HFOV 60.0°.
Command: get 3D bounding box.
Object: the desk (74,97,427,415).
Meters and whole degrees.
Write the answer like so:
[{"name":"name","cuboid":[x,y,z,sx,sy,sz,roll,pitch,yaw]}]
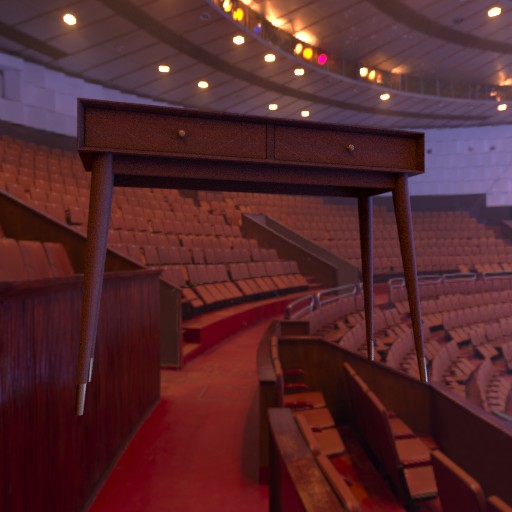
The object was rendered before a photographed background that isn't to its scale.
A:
[{"name":"desk","cuboid":[0.000,0.000,1.626,1.204,0.917,0.384,0,0,-17]}]
